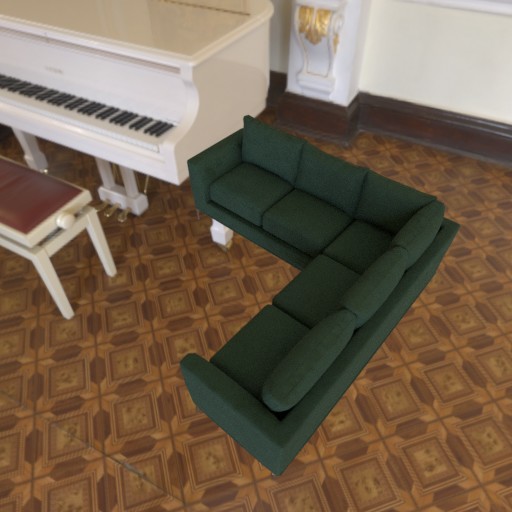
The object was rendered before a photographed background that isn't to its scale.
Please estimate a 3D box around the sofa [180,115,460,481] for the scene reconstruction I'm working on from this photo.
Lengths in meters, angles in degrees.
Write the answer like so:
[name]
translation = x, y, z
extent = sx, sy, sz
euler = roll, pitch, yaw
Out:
[sofa]
translation = 0.000, 0.000, 3.812
extent = 2.468, 1.004, 2.452
euler = 31, 53, 27
